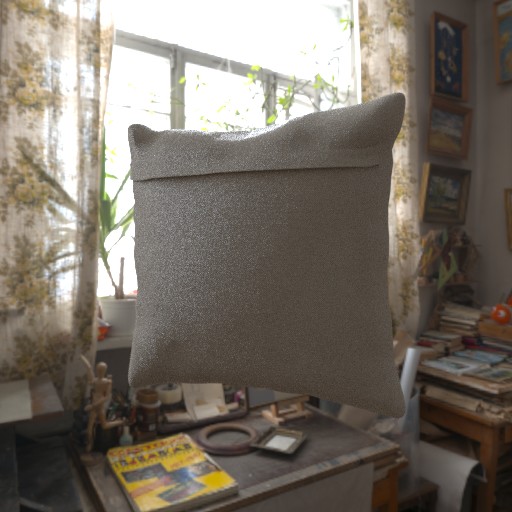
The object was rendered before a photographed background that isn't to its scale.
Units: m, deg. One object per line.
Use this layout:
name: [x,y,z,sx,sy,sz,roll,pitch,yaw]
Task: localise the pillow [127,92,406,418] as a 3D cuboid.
pillow: [0.000,0.000,0.751,0.484,0.490,0.234,0,1,19]
